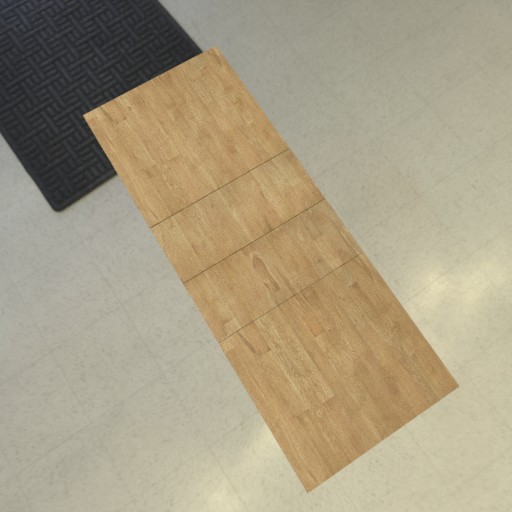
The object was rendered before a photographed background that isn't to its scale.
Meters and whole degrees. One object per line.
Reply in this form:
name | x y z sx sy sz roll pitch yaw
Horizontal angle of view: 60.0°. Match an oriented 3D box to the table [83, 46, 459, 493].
table | 0.000 0.000 3.003 1.000 0.752 2.603 -31 77 -8
